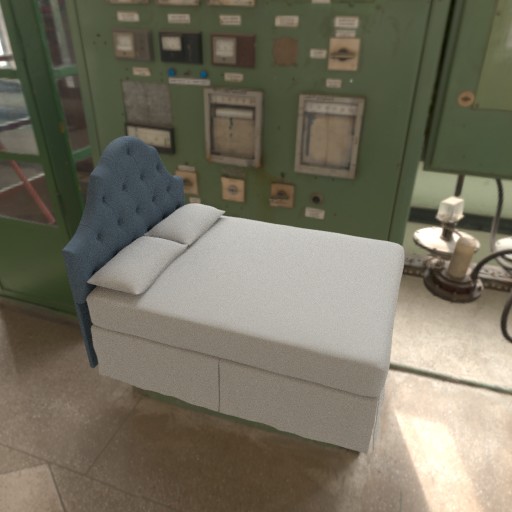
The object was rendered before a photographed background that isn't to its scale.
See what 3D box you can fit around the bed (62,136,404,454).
[{"bbox_3d":[0.000,0.000,3.312,2.155,1.575,1.636,10,32,17],"label":"bed"}]
